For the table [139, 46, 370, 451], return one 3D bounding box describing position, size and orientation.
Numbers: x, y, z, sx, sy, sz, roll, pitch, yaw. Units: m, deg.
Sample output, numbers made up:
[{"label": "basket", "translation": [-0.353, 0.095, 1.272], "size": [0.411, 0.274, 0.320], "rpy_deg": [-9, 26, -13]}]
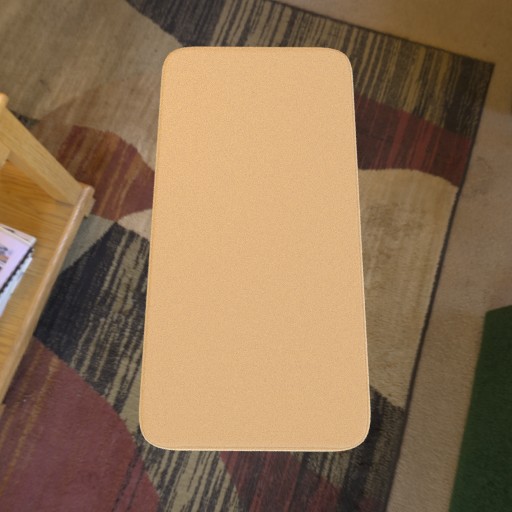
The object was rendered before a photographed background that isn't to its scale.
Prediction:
[{"label": "table", "translation": [0.000, 0.000, 1.644], "size": [0.610, 0.729, 1.219], "rpy_deg": [0, 76, 0]}]
